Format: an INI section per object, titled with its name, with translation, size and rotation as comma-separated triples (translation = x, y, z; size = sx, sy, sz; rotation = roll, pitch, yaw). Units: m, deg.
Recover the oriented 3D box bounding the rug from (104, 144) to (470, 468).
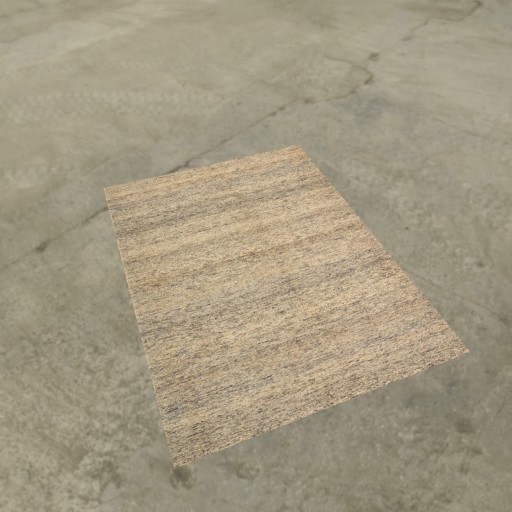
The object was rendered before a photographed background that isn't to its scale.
[rug]
translation = 0.000, 0.000, 4.250
size = 2.414, 0.036, 3.199
rotation = -16, 48, -15
